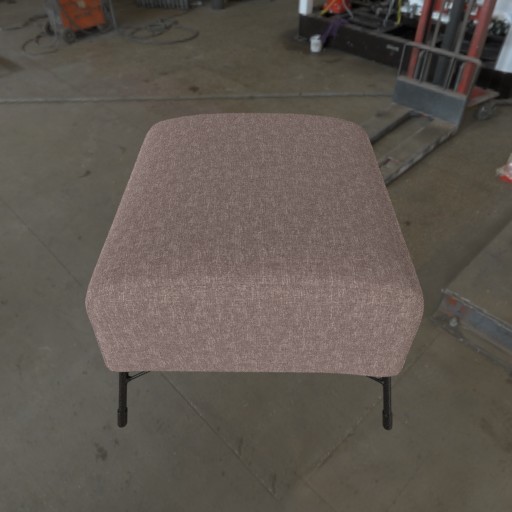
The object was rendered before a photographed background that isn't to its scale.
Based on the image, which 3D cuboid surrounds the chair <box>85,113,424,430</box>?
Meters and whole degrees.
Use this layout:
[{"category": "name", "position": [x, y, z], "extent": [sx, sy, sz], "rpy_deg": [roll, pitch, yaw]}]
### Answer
[{"category": "chair", "position": [0.000, 0.000, 0.899], "extent": [0.530, 0.410, 0.530], "rpy_deg": [0, 44, 0]}]
